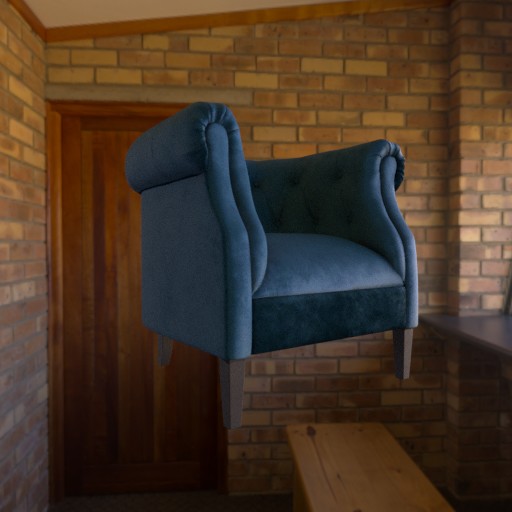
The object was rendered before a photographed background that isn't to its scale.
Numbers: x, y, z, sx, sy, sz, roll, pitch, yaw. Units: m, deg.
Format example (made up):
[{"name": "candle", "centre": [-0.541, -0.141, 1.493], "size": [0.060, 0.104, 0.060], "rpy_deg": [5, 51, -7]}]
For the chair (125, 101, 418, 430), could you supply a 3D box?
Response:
[{"name": "chair", "centre": [0.000, 0.000, 1.598], "size": [0.904, 0.826, 0.851], "rpy_deg": [-1, 2, -36]}]
